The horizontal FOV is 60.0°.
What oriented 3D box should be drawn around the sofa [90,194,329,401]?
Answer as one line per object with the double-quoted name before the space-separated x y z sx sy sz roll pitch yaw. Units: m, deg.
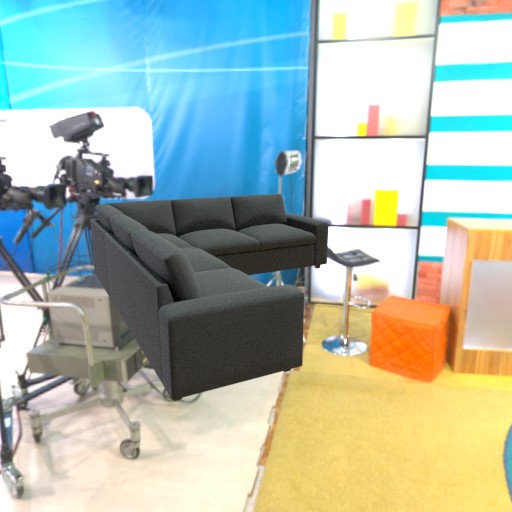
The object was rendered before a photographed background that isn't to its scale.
"sofa" 0.000 0.000 4.743 2.895 0.965 3.277 -7 15 -27
